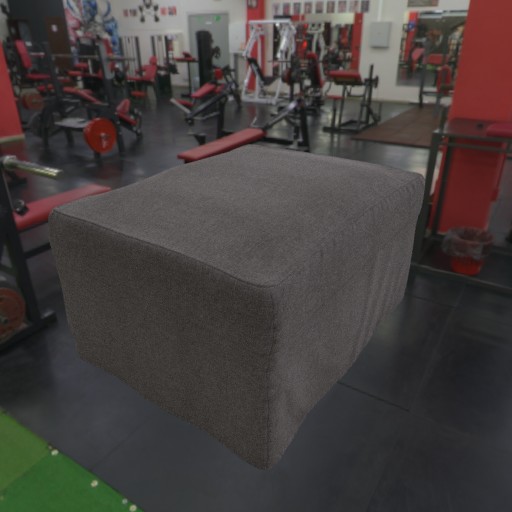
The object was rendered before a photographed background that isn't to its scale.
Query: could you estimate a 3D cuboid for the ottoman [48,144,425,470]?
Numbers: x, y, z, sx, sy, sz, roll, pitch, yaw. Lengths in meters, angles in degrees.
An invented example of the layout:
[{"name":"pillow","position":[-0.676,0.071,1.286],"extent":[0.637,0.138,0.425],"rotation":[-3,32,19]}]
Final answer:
[{"name":"ottoman","position":[0.000,0.000,1.241],"extent":[0.652,0.492,0.833],"rotation":[18,32,31]}]
